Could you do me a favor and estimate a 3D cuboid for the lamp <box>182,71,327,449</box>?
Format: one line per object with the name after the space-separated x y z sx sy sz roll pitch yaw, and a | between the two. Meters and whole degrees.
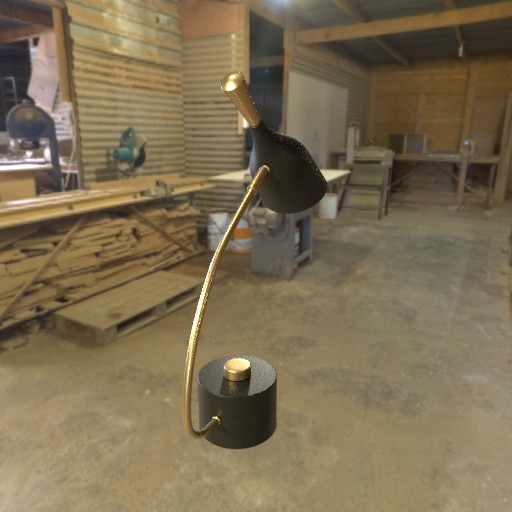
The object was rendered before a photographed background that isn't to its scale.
0.000 0.000 0.613 0.110 0.464 0.352 8 18 26 | lamp
